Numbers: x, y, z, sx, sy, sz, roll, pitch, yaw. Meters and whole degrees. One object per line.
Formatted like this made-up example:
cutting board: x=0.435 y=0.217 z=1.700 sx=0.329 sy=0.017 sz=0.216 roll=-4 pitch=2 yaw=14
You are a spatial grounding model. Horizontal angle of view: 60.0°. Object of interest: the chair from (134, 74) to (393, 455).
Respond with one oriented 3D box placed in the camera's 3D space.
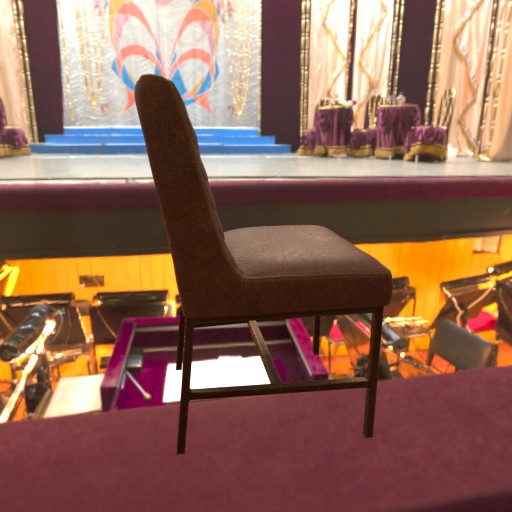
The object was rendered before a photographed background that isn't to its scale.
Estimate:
chair: x=0.000 y=0.000 z=1.231 sx=0.587 sy=0.889 sz=0.508 roll=-3 pitch=16 yaw=-10
